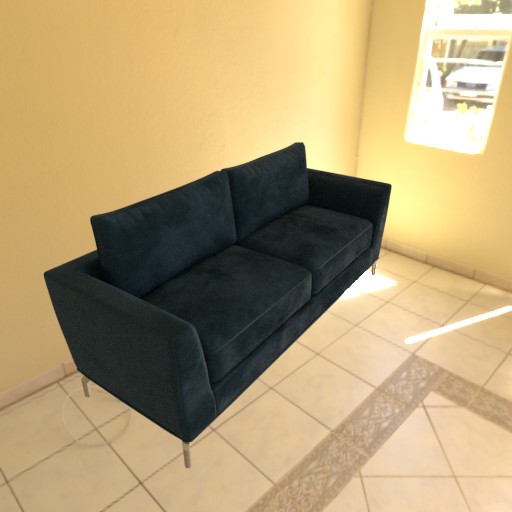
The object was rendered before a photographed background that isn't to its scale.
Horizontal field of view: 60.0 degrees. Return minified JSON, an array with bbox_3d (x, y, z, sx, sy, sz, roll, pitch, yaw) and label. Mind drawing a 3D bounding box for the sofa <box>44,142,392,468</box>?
[{"bbox_3d":[0.000,0.000,2.723,0.853,0.998,2.212,18,33,31],"label":"sofa"}]
